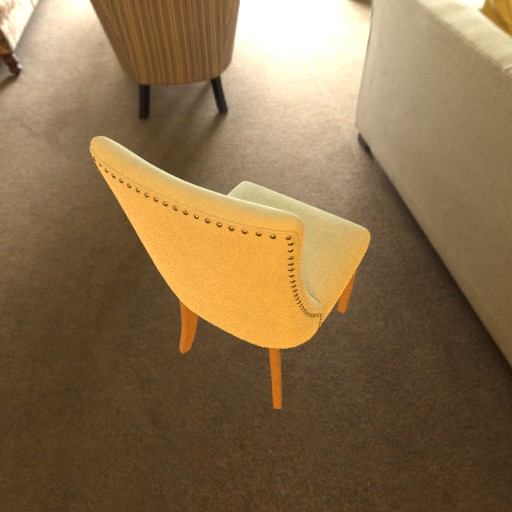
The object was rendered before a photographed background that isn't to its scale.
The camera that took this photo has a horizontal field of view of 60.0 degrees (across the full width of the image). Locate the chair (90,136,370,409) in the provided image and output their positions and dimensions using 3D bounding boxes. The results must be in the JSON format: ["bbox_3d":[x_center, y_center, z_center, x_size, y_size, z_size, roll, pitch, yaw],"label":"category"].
[{"bbox_3d":[0.000,0.000,1.266,0.495,0.902,0.610,25,53,21],"label":"chair"}]
